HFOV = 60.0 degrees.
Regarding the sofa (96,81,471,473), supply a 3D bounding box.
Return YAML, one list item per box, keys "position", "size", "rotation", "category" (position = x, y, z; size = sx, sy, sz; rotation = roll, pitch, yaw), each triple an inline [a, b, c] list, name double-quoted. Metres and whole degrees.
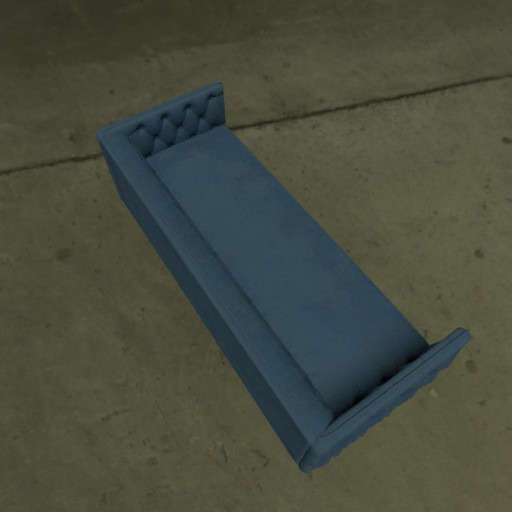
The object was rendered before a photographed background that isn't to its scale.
- position: [0.000, 0.000, 2.609]
  size: [0.895, 0.771, 2.209]
  rotation: [-30, 62, -17]
  category: "sofa"
